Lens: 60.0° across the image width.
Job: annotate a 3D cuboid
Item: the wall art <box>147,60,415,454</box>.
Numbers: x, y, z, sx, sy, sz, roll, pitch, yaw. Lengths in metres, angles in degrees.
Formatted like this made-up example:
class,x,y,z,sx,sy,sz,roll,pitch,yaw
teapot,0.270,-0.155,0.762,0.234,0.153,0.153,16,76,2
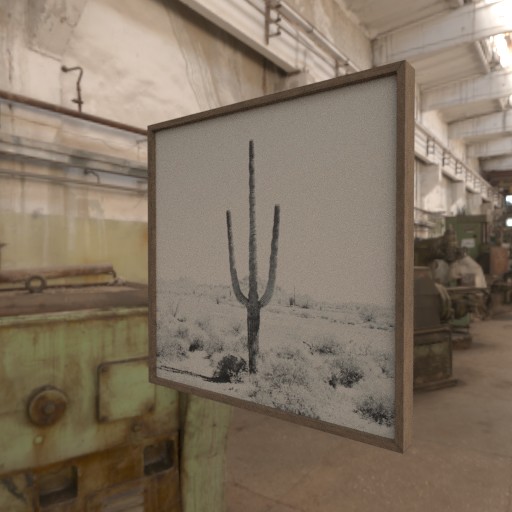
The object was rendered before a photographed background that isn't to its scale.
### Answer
class,x,y,z,sx,sy,sz,roll,pitch,yaw
wall art,0.000,0.000,0.739,0.508,0.508,0.038,1,1,37
